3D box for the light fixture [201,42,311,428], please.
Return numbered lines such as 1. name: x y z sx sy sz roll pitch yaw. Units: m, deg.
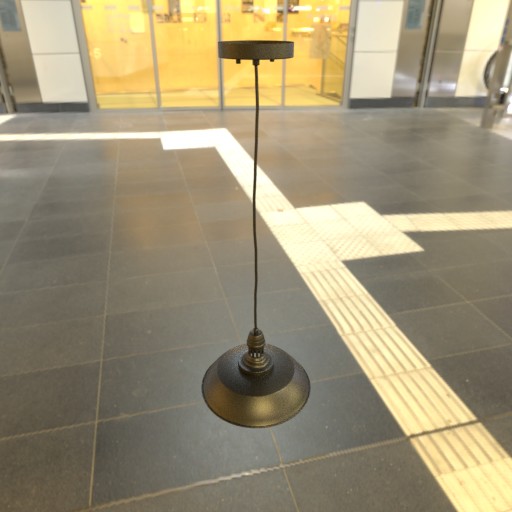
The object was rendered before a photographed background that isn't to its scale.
1. light fixture: 0.000 0.000 1.141 0.331 0.993 0.331 -17 33 -29
